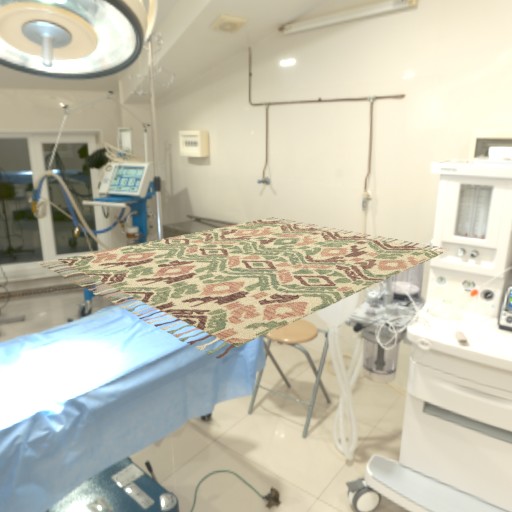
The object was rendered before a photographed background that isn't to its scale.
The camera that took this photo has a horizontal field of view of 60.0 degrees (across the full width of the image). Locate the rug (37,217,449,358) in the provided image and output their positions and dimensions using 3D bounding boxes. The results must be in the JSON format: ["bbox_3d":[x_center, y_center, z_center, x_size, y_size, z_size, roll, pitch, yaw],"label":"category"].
[{"bbox_3d":[0.000,0.000,4.112,2.438,0.010,3.048,15,22,43],"label":"rug"}]
